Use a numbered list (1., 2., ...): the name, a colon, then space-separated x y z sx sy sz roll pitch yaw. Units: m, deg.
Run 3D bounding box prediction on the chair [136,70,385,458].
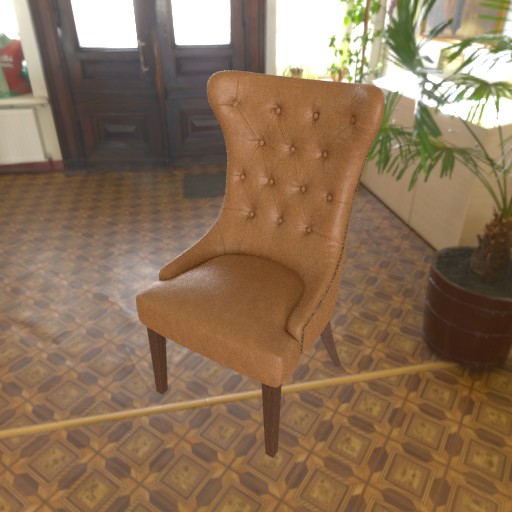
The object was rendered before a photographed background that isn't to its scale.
1. chair: 0.000 0.000 1.482 0.611 1.065 0.669 18 35 28
